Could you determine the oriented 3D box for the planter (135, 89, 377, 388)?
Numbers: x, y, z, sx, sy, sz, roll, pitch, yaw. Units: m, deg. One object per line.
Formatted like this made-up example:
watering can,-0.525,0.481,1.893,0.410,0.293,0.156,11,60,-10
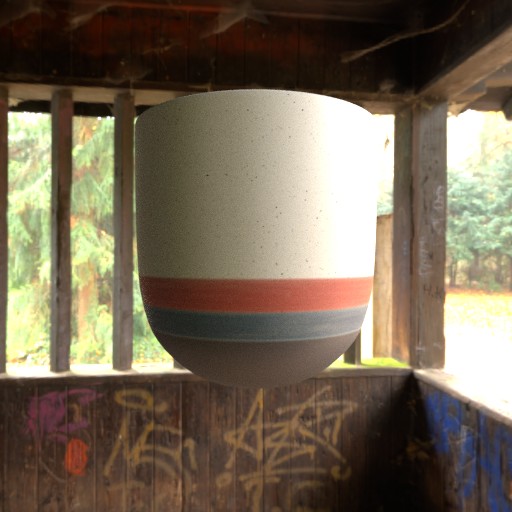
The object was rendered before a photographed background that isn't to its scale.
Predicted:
planter,0.000,0.000,0.386,0.204,0.214,0.204,0,0,0
